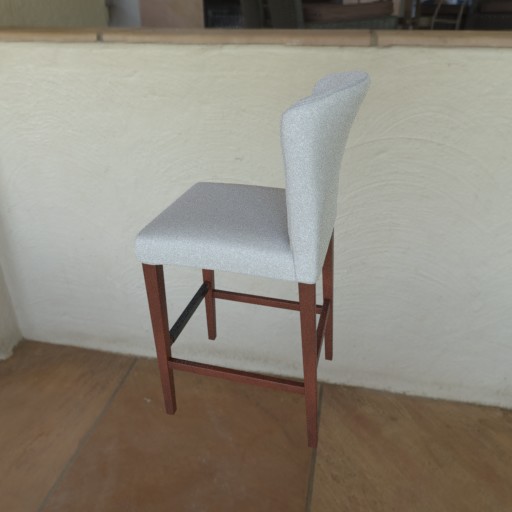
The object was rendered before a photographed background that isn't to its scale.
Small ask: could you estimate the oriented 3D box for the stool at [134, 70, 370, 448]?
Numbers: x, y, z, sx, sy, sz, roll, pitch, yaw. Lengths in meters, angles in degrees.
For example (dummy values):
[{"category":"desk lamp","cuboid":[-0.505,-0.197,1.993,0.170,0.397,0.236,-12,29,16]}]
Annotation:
[{"category":"stool","cuboid":[0.000,0.000,1.375,0.568,1.069,0.479,7,30,13]}]
